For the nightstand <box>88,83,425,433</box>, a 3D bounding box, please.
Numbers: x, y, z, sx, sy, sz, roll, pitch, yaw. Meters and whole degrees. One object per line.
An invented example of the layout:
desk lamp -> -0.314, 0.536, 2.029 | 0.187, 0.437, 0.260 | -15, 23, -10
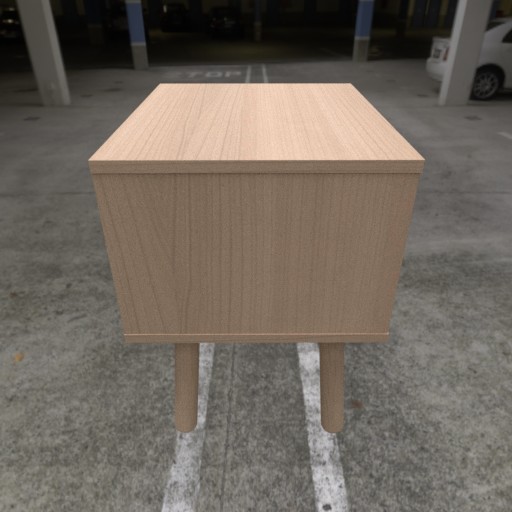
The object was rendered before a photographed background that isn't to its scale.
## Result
nightstand -> 0.000, 0.000, 0.830 | 0.380, 0.530, 0.450 | 0, 32, 0
